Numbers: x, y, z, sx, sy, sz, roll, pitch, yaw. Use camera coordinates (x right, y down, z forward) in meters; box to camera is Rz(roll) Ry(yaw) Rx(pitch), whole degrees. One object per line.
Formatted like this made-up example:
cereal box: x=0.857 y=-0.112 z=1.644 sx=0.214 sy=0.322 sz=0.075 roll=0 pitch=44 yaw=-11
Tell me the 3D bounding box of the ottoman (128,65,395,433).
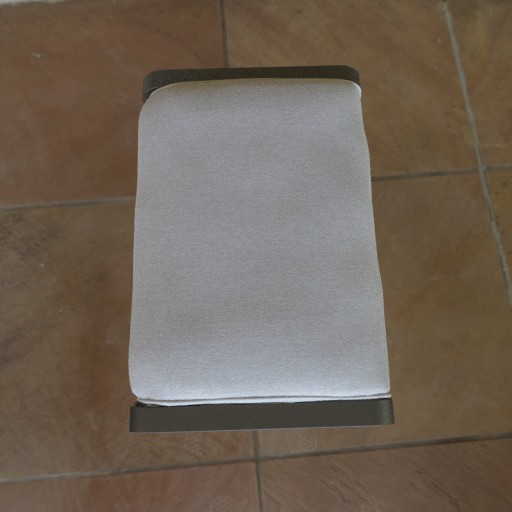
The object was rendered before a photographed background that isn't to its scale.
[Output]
ottoman: x=0.000 y=0.000 z=0.883 sx=0.406 sy=0.422 sz=0.610 roll=-2 pitch=75 yaw=0
